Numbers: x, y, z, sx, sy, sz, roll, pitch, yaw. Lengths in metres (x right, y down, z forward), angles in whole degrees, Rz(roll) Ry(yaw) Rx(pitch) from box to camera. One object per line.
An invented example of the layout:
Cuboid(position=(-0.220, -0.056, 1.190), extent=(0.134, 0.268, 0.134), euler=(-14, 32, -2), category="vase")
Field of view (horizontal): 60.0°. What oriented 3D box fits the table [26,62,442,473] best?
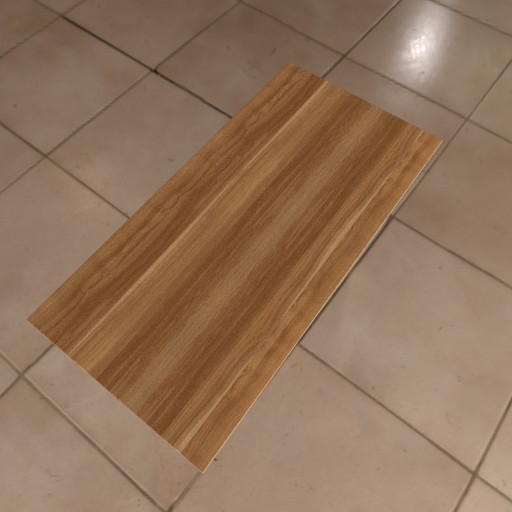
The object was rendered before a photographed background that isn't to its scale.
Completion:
Cuboid(position=(0.000, 0.000, 2.494), extent=(1.000, 0.770, 2.000), euler=(34, 68, 15), category="table")
